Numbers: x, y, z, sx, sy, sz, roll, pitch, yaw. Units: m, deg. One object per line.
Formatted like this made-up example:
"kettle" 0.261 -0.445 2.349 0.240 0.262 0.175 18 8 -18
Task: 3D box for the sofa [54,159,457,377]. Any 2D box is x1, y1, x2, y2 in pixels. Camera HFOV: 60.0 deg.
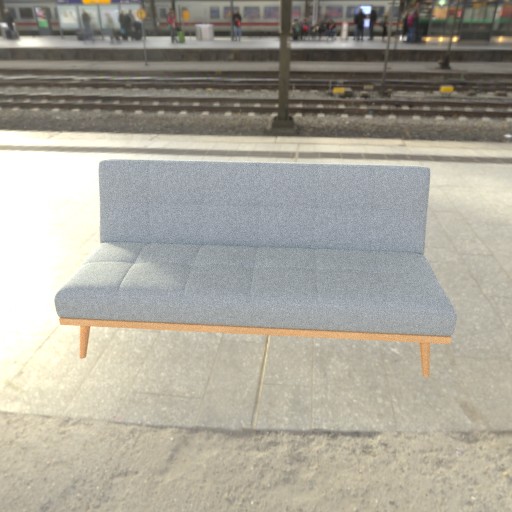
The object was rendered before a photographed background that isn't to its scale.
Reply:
"sofa" 0.000 0.000 2.286 1.820 0.800 0.800 2 28 4
